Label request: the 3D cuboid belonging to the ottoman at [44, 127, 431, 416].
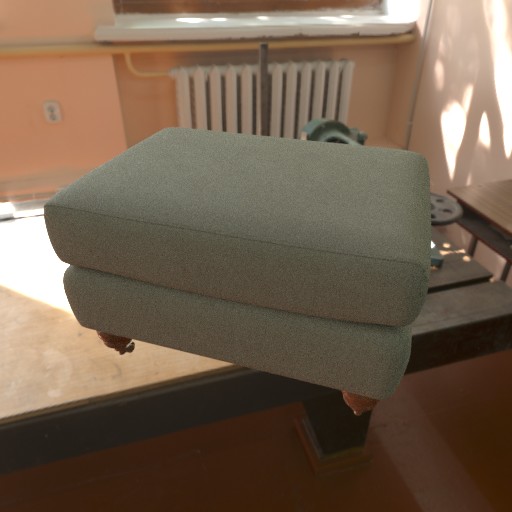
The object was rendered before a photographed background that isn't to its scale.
[{"bbox_3d":[0.000,0.000,1.118,0.773,0.504,0.569,10,34,15],"label":"ottoman"}]
